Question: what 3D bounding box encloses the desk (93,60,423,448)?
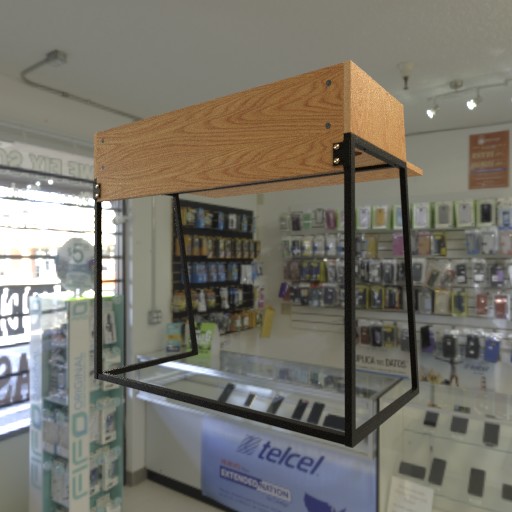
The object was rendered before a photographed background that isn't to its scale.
[{"bbox_3d":[0.000,0.000,1.860,1.191,1.061,0.769,0,-1,36],"label":"desk"}]
